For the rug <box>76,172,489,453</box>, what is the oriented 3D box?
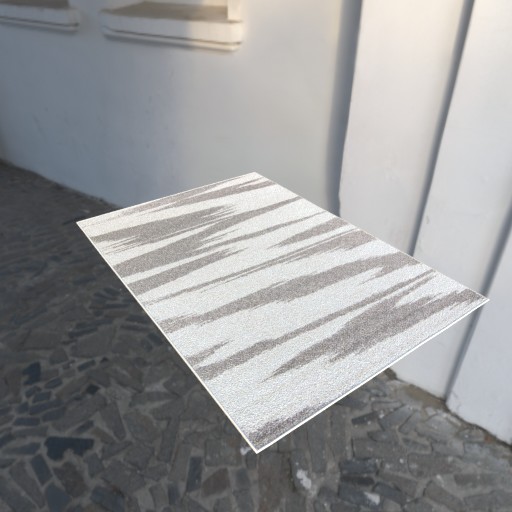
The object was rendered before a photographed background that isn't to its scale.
[{"bbox_3d":[0.000,0.000,2.714,1.533,0.010,2.142,-22,39,-29],"label":"rug"}]
